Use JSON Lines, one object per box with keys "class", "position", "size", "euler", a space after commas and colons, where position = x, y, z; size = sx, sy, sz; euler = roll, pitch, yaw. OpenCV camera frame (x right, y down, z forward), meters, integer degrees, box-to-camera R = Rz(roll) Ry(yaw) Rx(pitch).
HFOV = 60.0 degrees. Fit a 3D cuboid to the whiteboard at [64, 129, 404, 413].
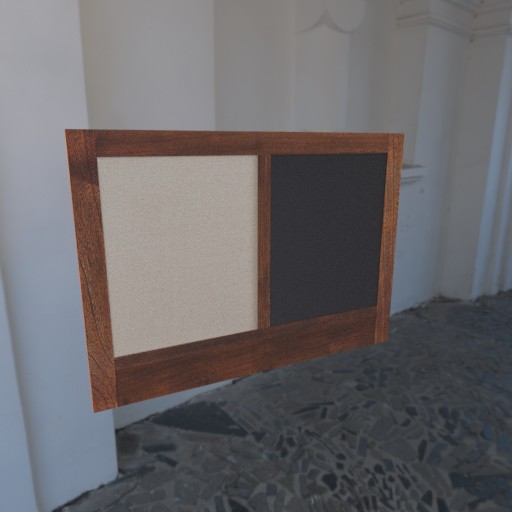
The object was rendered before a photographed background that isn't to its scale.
{"class": "whiteboard", "position": [0.000, 0.000, 1.026], "size": [0.768, 0.553, 0.083], "euler": [-7, 16, -25]}
